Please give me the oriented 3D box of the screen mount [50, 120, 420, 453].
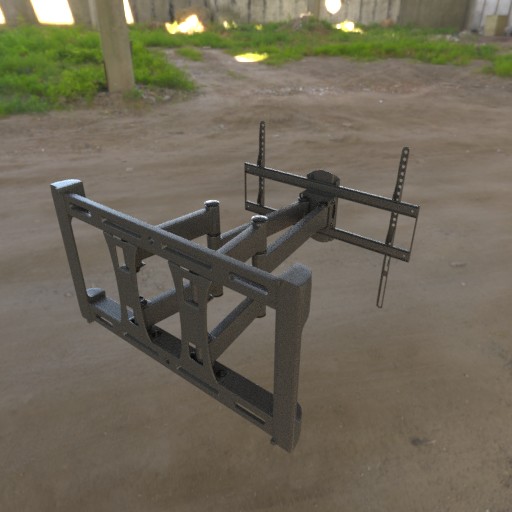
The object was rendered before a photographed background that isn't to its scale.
[{"bbox_3d":[0.000,0.000,0.964,0.571,0.424,0.556,21,36,32],"label":"screen mount"}]
